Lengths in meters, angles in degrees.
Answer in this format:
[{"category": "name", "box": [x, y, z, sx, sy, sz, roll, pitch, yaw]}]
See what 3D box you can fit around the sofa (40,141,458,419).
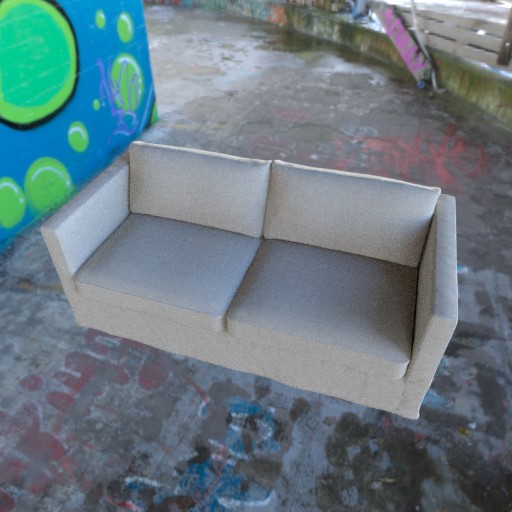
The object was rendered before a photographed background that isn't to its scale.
[{"category": "sofa", "box": [0.000, 0.000, 2.422, 1.959, 0.835, 0.962, 12, 42, 14]}]
